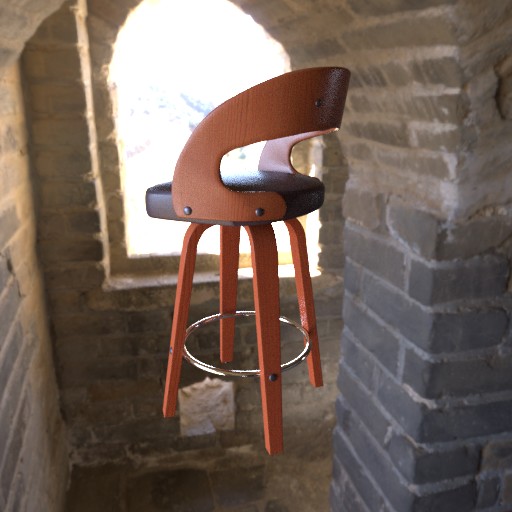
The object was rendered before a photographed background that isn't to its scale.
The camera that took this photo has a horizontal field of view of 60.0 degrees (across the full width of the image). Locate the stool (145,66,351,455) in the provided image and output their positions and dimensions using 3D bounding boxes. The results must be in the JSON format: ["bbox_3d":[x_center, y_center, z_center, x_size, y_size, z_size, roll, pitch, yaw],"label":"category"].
[{"bbox_3d":[0.000,0.000,1.222,0.457,0.940,0.457,8,19,25],"label":"stool"}]
